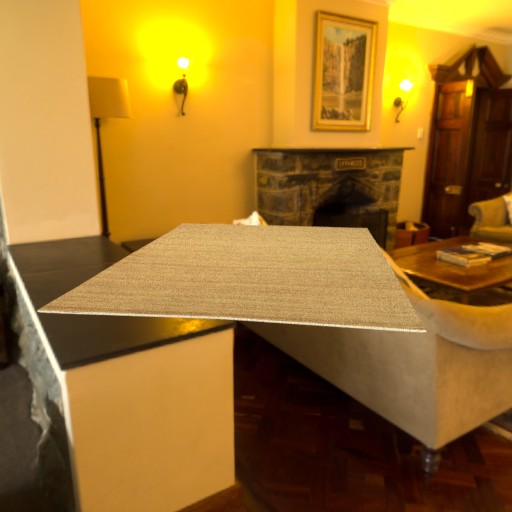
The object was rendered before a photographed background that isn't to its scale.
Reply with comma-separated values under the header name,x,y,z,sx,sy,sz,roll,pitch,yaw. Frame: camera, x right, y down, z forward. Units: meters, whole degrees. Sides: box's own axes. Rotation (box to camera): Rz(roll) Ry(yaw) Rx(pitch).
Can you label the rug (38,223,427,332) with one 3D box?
name,x,y,z,sx,sy,sz,roll,pitch,yaw
rug,0.000,0.000,4.247,2.434,0.045,3.202,2,14,8
